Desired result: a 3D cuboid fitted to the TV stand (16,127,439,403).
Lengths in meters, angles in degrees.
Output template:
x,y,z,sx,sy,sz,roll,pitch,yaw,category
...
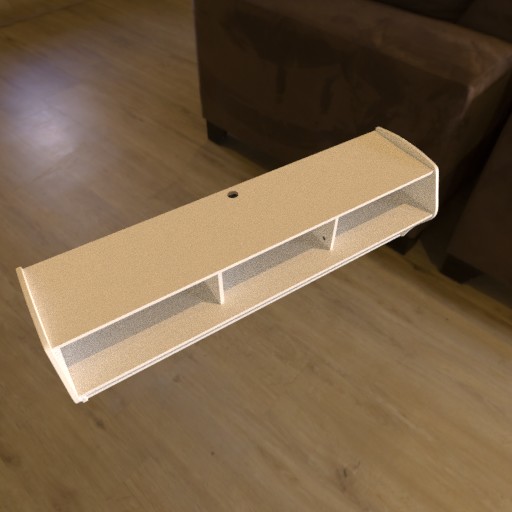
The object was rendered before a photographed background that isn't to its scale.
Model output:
x,y,z,sx,sy,sz,roll,pitch,yaw,category
0.000,0.000,1.637,1.473,0.424,0.397,-25,53,-21,TV stand
